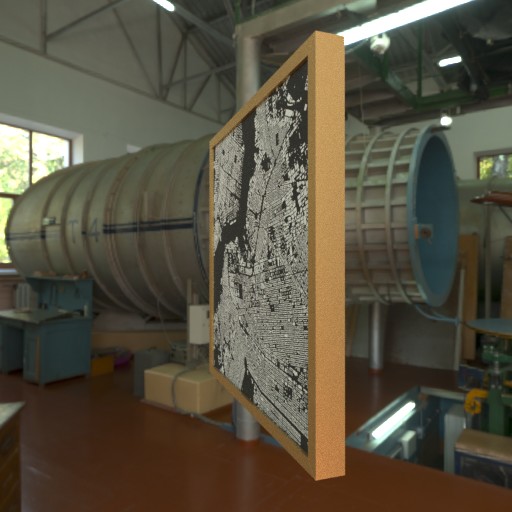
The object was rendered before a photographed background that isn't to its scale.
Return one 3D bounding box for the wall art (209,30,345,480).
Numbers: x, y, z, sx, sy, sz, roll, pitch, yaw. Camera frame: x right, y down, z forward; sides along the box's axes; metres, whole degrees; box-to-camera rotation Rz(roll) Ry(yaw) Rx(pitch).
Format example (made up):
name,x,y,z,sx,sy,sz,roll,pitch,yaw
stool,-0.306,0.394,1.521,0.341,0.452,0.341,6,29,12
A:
name,x,y,z,sx,sy,sz,roll,pitch,yaw
wall art,0.000,0.000,1.886,0.095,1.284,1.284,0,0,-20
